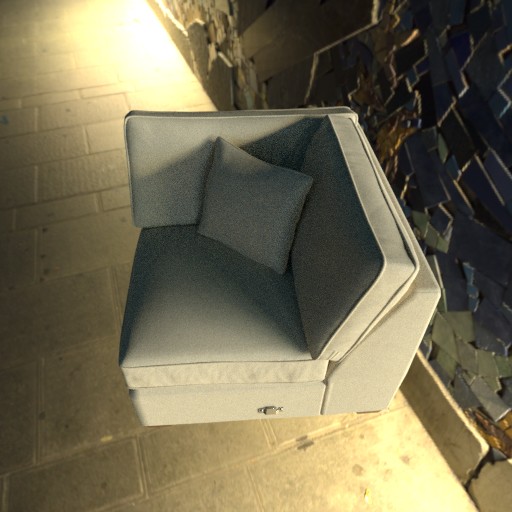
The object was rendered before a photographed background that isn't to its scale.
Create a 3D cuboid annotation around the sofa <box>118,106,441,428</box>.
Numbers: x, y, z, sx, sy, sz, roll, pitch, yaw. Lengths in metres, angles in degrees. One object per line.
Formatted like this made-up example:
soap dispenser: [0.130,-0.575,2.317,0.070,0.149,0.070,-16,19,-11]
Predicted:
sofa: [0.000,0.000,1.928,1.084,1.002,1.146,-3,44,-3]
